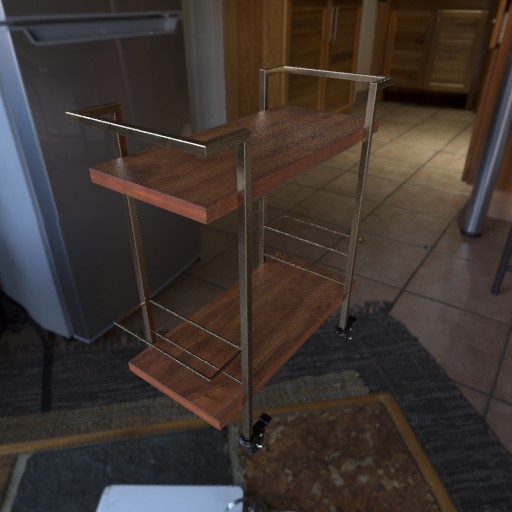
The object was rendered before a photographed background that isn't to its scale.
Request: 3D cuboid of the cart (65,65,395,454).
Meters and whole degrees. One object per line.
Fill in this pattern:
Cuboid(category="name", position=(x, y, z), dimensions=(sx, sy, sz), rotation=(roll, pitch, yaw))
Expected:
Cuboid(category="cart", position=(0.000, 0.000, 1.139), dimensions=(0.364, 0.807, 0.695), rotation=(21, 37, 31))
